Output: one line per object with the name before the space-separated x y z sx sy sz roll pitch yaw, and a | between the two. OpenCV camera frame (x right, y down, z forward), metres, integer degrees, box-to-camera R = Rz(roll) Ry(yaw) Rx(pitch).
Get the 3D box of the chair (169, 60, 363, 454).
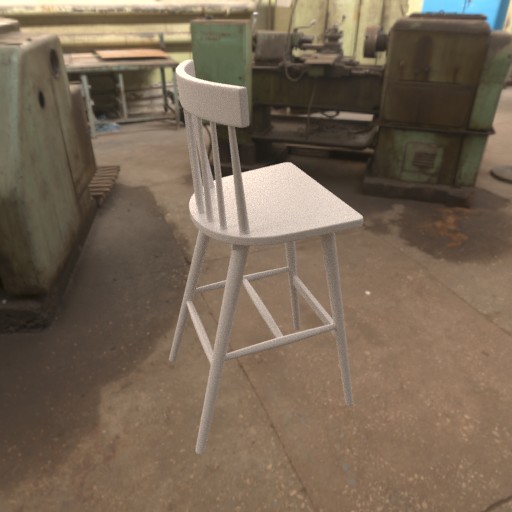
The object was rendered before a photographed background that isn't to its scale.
chair | 0.000 0.000 1.391 0.572 1.092 0.483 -11 32 -18
